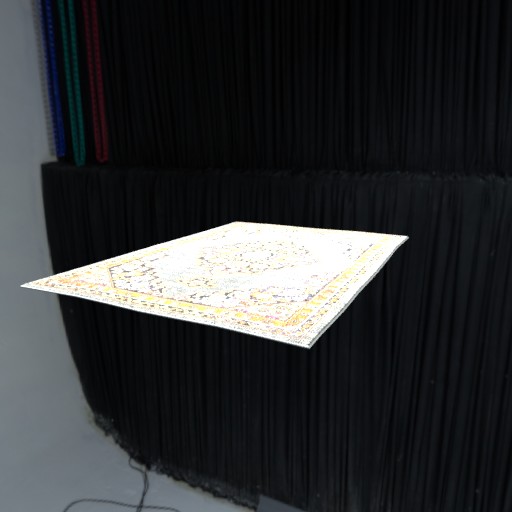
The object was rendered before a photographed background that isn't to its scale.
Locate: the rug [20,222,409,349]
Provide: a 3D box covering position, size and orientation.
[{"bbox_3d":[0.000,0.000,3.738,2.043,0.026,2.901,7,15,26],"label":"rug"}]
